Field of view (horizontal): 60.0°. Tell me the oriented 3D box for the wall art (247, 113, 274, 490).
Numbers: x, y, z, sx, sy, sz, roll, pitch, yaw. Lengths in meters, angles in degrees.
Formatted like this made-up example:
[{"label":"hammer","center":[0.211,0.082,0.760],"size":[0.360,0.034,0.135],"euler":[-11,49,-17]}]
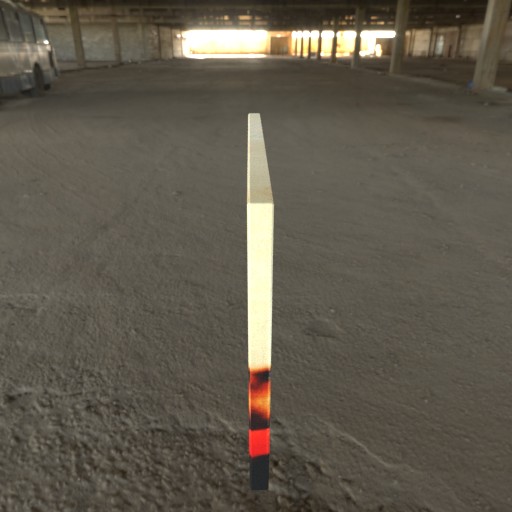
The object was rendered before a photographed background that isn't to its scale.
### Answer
[{"label":"wall art","center":[0.000,0.000,1.171],"size":[0.038,0.602,0.918],"euler":[0,25,-1]}]
